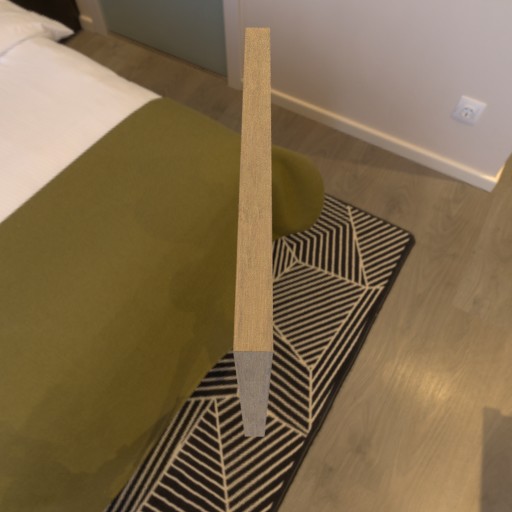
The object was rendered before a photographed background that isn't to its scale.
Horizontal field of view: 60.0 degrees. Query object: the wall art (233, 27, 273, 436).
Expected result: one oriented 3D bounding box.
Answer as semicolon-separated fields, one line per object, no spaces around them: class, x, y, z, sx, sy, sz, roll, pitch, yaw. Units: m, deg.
wall art;0.000;0.000;0.763;0.037;0.507;0.507;1;59;0
